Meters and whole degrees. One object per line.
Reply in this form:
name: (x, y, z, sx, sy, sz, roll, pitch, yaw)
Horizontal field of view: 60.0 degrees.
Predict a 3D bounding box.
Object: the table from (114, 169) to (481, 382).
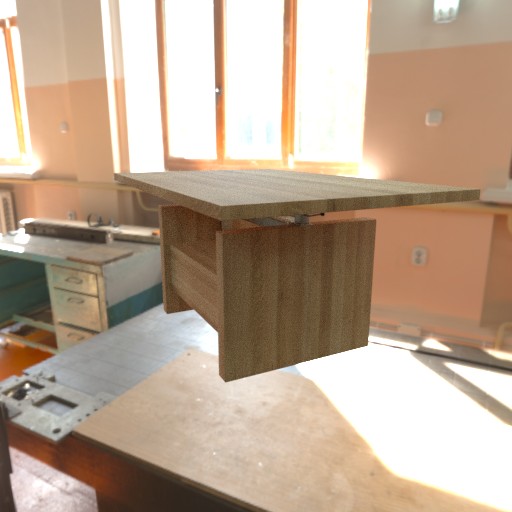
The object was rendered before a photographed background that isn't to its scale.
table: (0.000, 0.000, 1.489, 0.700, 0.510, 1.100, -7, 16, -26)
